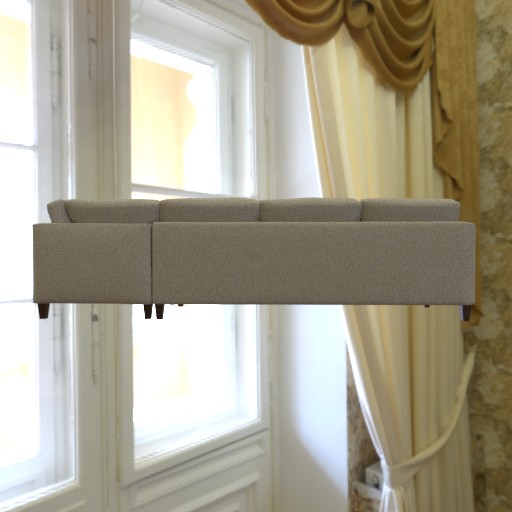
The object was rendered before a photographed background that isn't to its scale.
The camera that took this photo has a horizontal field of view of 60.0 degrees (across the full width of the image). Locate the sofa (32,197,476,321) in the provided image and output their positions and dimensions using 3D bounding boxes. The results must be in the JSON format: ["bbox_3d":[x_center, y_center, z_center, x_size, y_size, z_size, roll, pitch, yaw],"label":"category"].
[{"bbox_3d":[0.000,0.000,4.496,3.333,0.934,2.522,0,1,2],"label":"sofa"}]
